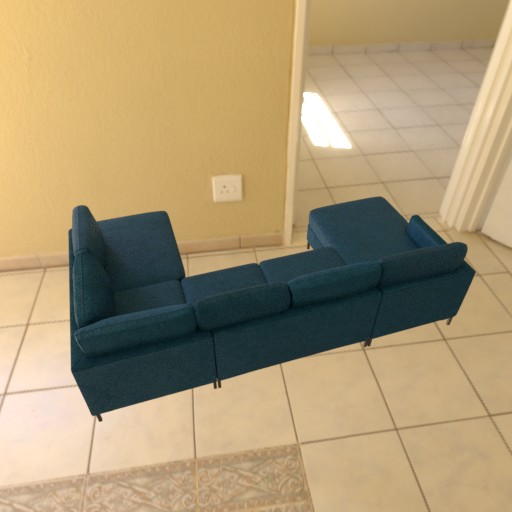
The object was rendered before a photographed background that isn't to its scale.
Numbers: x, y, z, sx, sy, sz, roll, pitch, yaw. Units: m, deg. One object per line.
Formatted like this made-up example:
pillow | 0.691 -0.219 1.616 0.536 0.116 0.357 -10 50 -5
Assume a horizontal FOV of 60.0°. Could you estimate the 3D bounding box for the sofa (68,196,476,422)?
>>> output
sofa | 0.000 0.000 4.367 3.434 0.992 2.055 -12 43 -13
